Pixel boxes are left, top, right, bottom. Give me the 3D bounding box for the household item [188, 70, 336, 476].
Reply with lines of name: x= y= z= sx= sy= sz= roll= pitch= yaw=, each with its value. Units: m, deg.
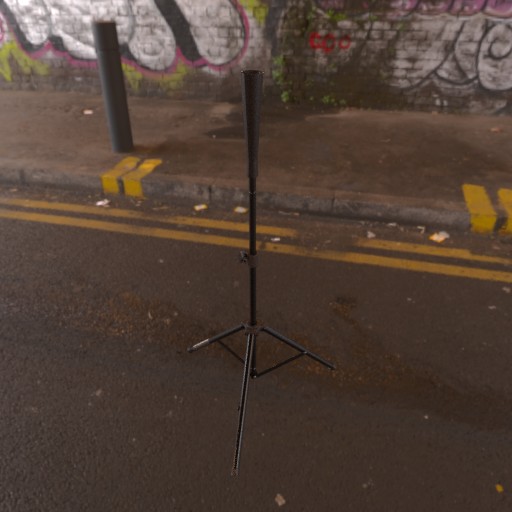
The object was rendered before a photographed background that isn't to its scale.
household item: x=0.000 y=0.000 z=1.352 sx=0.559 sy=1.067 sz=0.559 roll=-20 pitch=37 yaw=-30
